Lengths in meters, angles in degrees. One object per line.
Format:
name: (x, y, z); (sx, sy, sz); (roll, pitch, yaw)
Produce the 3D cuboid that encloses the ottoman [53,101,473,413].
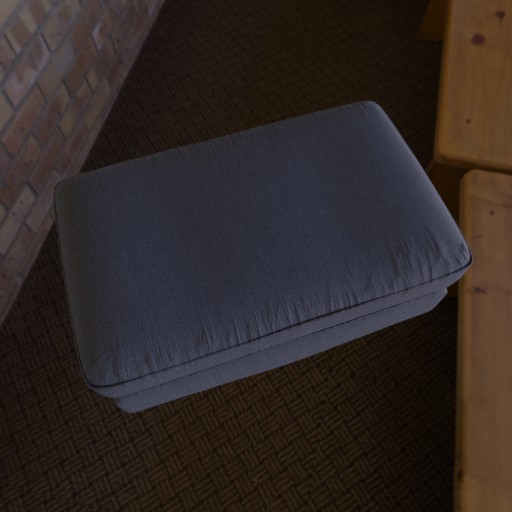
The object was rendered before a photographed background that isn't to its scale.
ottoman: (0.000, 0.000, 1.180); (0.885, 0.438, 0.570); (-17, 64, -8)
